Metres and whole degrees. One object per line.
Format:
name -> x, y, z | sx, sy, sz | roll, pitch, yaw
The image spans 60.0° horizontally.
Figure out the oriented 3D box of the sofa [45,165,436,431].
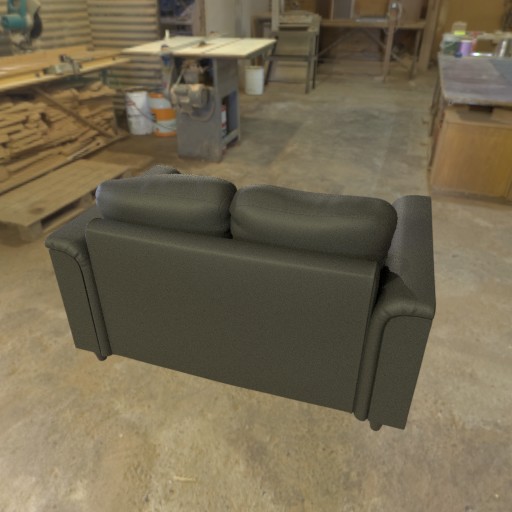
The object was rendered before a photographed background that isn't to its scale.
sofa -> 0.000, 0.000, 1.925 | 1.386, 0.845, 0.887 | 9, 32, 15
